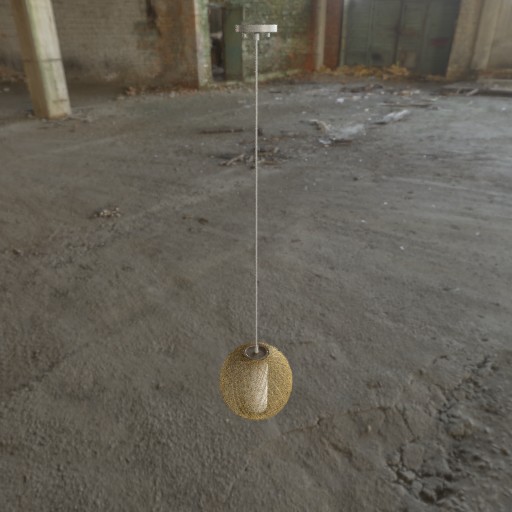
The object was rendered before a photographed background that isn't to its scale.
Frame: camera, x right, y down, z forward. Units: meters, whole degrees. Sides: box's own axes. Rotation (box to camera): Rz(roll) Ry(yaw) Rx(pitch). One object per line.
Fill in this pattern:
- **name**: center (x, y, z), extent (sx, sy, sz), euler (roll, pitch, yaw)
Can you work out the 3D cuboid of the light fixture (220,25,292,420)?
- **light fixture**: center (0.000, 0.000, 2.116), extent (0.406, 1.955, 0.407), euler (18, 32, 31)
